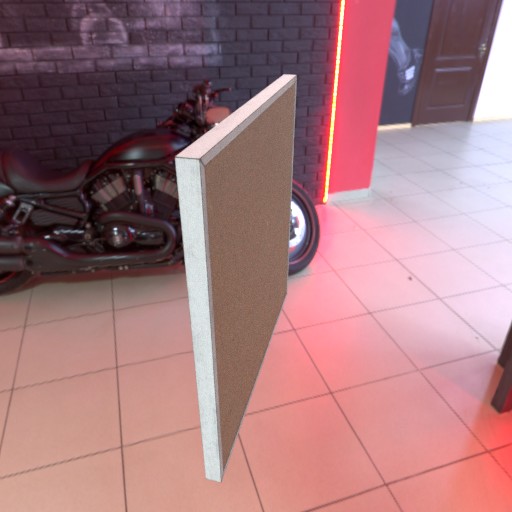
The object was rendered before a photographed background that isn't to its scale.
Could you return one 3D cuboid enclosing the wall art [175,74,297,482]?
[{"bbox_3d":[0.000,0.000,1.139,0.038,0.762,0.762,8,32,13],"label":"wall art"}]
